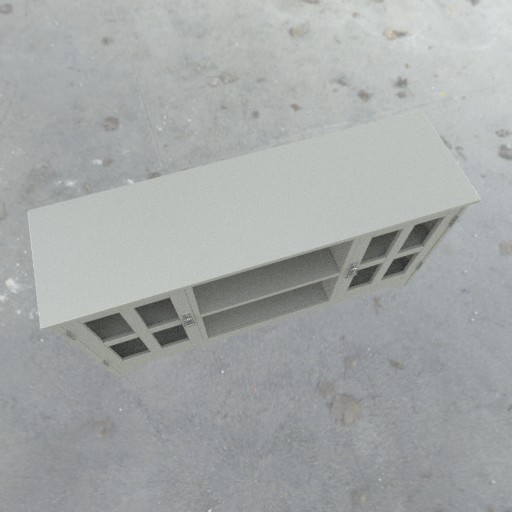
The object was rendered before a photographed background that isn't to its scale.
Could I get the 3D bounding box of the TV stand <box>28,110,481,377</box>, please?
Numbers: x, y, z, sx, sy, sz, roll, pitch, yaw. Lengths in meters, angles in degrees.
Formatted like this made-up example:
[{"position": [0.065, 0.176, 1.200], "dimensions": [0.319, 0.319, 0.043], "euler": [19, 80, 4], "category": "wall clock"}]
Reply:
[{"position": [0.000, 0.000, 1.455], "dimensions": [1.167, 0.603, 0.344], "euler": [-16, 64, -8], "category": "TV stand"}]
